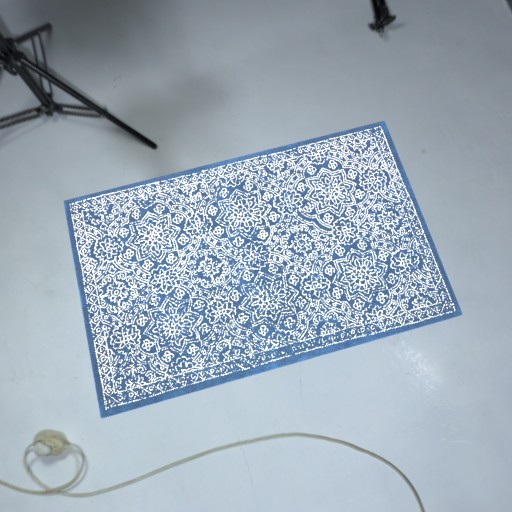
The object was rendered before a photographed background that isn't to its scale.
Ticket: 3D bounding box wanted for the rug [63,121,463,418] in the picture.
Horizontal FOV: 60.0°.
[{"bbox_3d":[0.000,0.000,3.065,2.441,0.015,1.526,-15,75,-4],"label":"rug"}]
